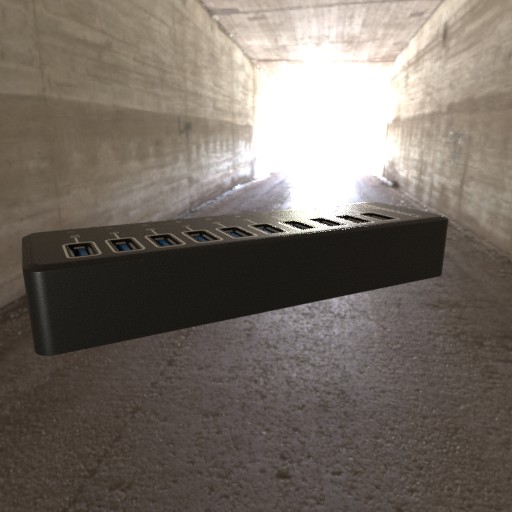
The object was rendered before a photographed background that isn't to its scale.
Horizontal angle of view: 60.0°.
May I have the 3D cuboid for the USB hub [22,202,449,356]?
[{"bbox_3d":[0.000,0.000,0.157,0.145,0.023,0.044,-8,18,-26],"label":"USB hub"}]
